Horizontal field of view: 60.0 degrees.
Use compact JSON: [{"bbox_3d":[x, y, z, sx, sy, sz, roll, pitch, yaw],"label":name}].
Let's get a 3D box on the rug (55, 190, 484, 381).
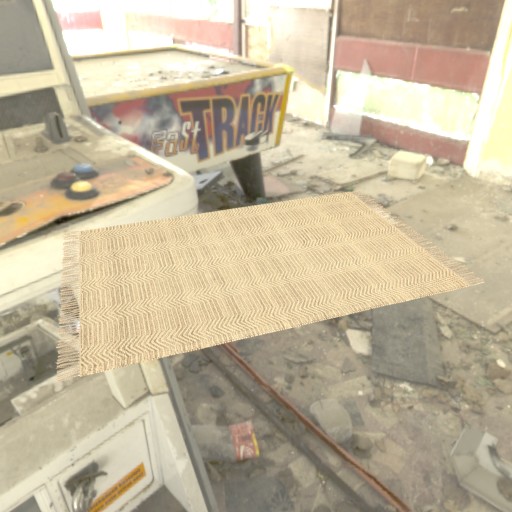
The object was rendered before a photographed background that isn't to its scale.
[{"bbox_3d":[0.000,0.000,2.425,2.021,0.027,1.224,-10,33,-16],"label":"rug"}]
